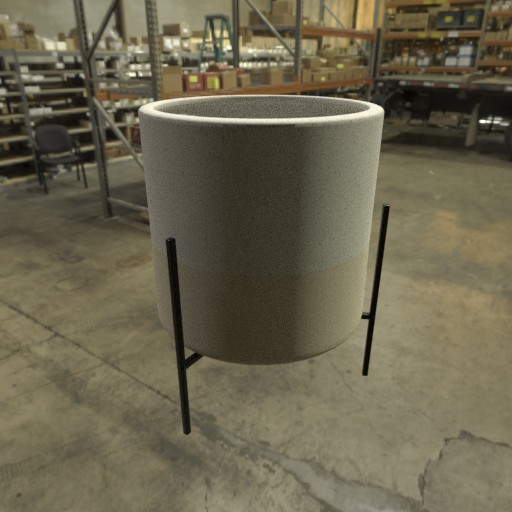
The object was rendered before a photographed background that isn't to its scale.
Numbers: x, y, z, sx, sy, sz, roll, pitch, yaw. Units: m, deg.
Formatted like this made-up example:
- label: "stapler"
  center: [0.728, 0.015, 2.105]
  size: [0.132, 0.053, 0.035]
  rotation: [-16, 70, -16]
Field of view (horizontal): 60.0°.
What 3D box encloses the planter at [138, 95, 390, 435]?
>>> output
- label: "planter"
  center: [0.000, 0.000, 0.652]
  size: [0.313, 0.423, 0.335]
  rotation: [17, 29, 32]
